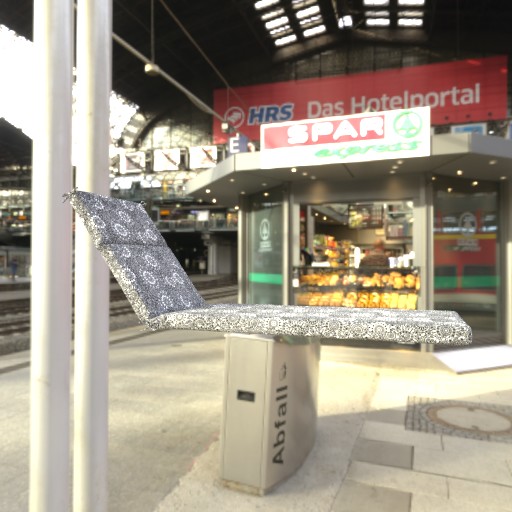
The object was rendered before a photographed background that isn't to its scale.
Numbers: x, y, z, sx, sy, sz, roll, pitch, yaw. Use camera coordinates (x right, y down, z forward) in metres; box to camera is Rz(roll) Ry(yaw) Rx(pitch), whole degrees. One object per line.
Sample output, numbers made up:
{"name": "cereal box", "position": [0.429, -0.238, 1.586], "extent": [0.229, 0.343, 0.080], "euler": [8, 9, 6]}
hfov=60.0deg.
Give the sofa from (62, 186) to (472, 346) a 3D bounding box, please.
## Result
{"name": "sofa", "position": [0.000, 0.000, 1.948], "extent": [1.663, 0.622, 0.582], "euler": [0, -1, 19]}
